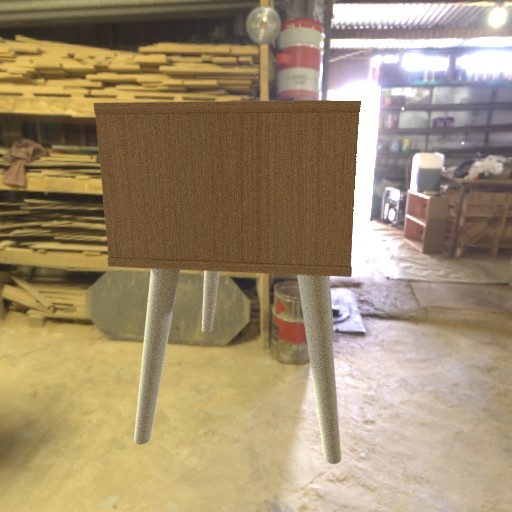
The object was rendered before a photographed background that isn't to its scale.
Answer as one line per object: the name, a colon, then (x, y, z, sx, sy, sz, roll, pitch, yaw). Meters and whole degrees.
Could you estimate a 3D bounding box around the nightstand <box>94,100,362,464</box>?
nightstand: (0.000, 0.000, 0.984, 0.407, 0.610, 0.571, 2, 15, 8)
